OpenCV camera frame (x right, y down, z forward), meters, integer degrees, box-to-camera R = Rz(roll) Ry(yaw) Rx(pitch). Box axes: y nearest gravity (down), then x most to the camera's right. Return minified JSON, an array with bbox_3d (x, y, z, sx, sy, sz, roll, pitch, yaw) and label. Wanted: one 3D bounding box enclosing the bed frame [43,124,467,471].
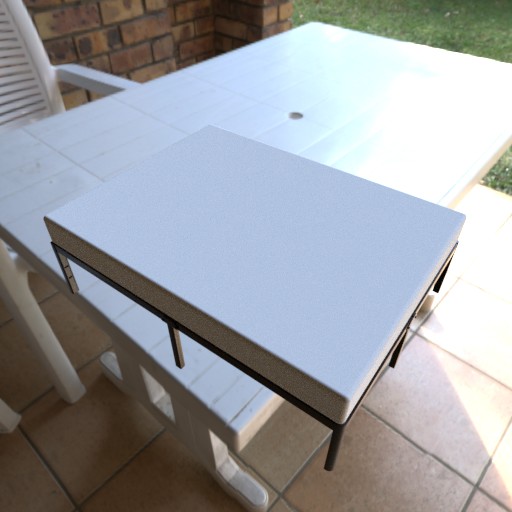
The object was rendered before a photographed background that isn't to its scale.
[{"bbox_3d":[0.000,0.000,2.861,2.072,0.659,1.557,26,48,26],"label":"bed frame"}]
